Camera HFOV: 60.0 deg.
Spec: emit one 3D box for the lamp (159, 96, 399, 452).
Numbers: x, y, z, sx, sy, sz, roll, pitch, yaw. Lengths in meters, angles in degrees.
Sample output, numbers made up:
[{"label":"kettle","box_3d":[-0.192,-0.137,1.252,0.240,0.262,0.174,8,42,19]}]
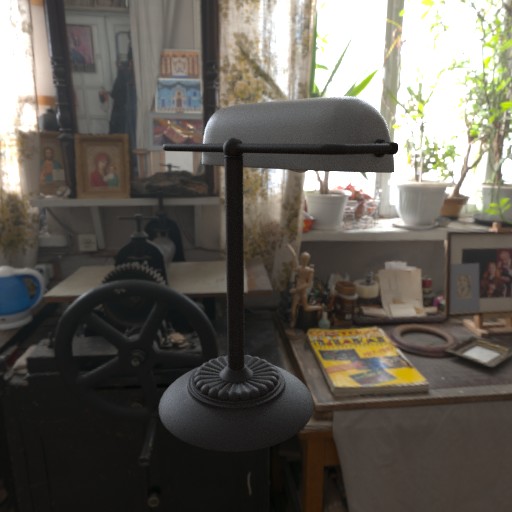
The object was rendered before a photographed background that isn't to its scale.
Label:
[{"label":"lamp","box_3d":[0.000,0.000,0.500,0.264,0.339,0.243,14,20,43]}]
